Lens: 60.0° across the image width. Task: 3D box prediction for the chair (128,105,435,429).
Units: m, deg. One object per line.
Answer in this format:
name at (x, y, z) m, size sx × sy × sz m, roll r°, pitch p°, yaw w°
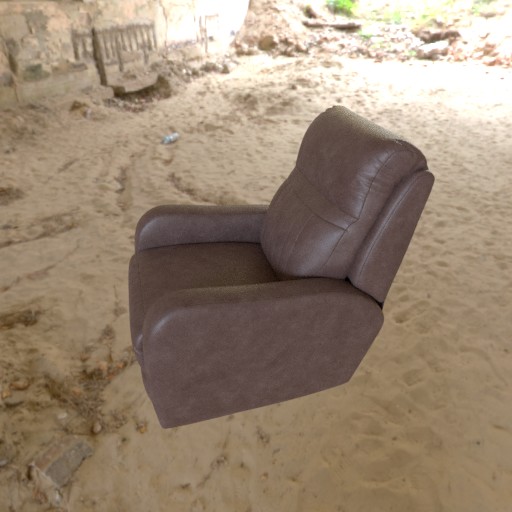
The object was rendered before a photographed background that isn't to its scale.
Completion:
chair at (0.000, 0.000, 1.846) m, size 1.067 × 1.067 × 0.865 m, roll -8°, pitch 32°, yaw -13°
